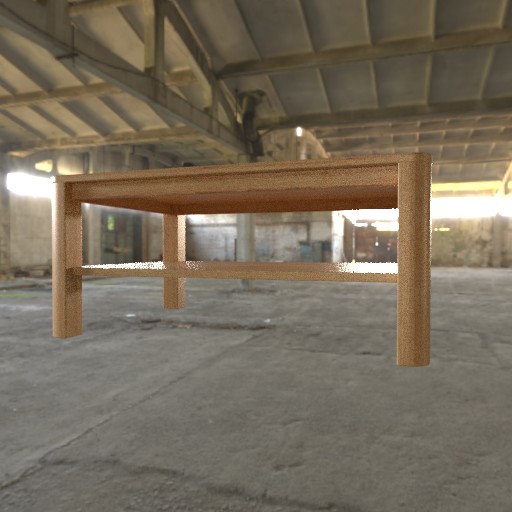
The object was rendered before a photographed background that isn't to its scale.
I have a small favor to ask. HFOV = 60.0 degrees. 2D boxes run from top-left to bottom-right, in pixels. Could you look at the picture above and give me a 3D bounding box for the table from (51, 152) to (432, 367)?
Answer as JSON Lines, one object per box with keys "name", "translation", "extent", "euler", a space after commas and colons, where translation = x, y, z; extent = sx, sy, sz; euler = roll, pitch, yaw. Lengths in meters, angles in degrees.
{"name": "table", "translation": [0.000, 0.000, 1.394], "extent": [0.997, 0.445, 0.696], "euler": [0, 1, 19]}
